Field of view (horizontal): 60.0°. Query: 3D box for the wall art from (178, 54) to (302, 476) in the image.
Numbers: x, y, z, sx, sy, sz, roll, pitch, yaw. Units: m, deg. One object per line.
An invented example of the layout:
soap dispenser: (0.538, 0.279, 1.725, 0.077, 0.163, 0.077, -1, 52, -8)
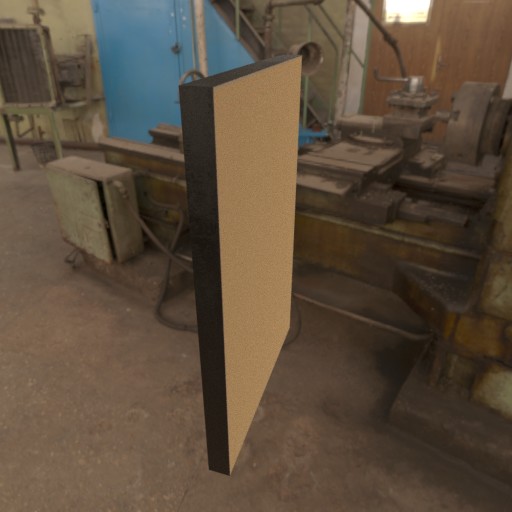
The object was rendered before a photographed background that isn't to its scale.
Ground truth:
wall art: (0.000, 0.000, 0.578, 0.031, 0.457, 0.313, 9, 30, 15)
